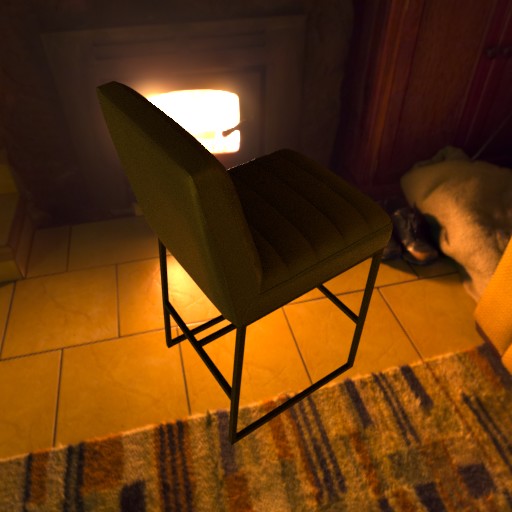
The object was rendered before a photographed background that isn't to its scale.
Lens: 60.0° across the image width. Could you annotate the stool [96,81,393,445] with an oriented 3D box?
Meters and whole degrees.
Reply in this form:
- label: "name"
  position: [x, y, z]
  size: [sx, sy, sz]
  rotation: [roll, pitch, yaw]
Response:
- label: "stool"
  position: [0.000, 0.000, 1.225]
  size: [0.552, 0.938, 0.457]
  rotation: [-24, 47, -25]
